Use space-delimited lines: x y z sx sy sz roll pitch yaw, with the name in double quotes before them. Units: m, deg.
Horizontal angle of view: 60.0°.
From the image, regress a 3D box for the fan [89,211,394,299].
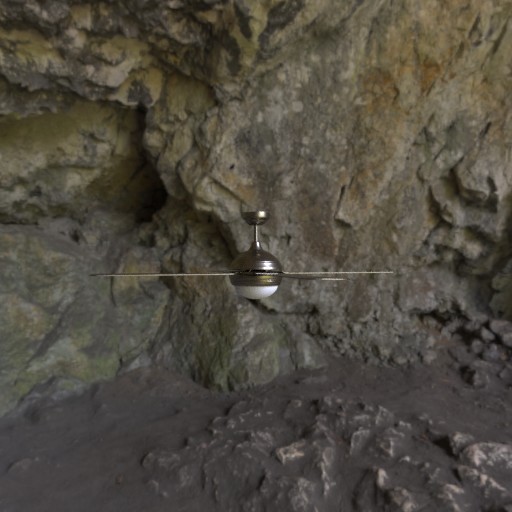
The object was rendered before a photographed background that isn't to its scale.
"fan" 0.000 0.000 1.966 1.321 0.381 1.321 0 -1 2
